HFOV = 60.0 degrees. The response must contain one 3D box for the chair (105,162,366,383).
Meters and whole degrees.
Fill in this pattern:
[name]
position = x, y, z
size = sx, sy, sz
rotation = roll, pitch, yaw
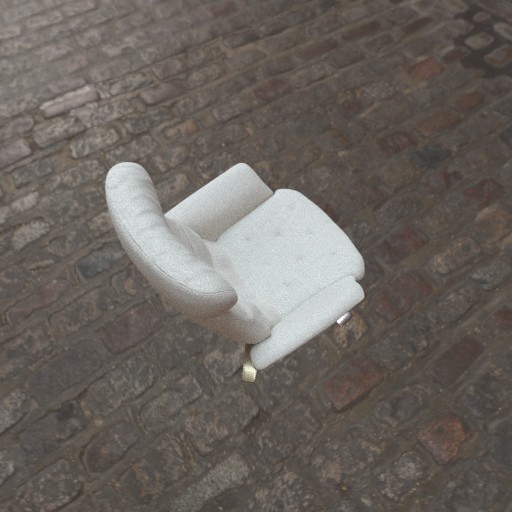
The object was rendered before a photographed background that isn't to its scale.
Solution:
[chair]
position = 0.000, 0.000, 1.664
size = 0.837, 0.995, 0.785
rotation = -31, 64, -17
